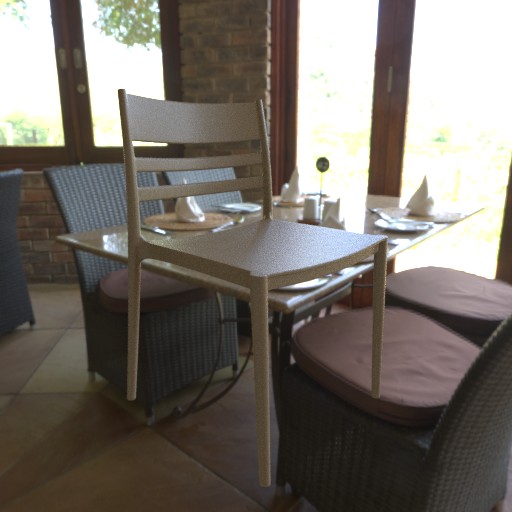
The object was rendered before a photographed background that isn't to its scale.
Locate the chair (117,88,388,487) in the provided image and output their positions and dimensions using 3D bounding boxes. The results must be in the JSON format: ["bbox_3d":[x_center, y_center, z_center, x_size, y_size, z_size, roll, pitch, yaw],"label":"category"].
[{"bbox_3d":[0.000,0.000,1.131,0.511,0.800,0.531,14,21,43],"label":"chair"}]
